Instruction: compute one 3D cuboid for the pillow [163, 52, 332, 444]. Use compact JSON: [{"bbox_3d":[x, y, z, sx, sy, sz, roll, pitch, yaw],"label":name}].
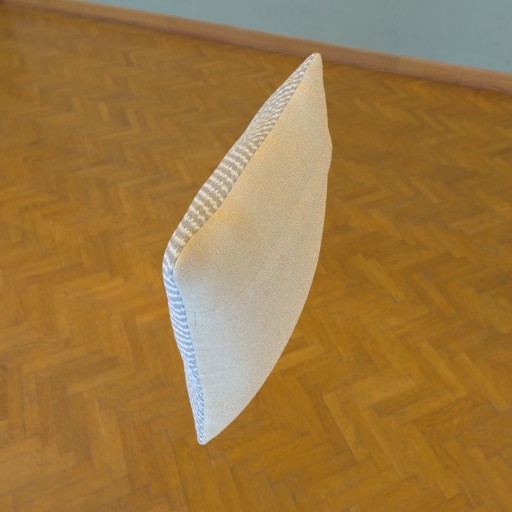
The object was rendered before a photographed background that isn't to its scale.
[{"bbox_3d":[0.000,0.000,0.693,0.181,0.458,0.459,16,50,14],"label":"pillow"}]
